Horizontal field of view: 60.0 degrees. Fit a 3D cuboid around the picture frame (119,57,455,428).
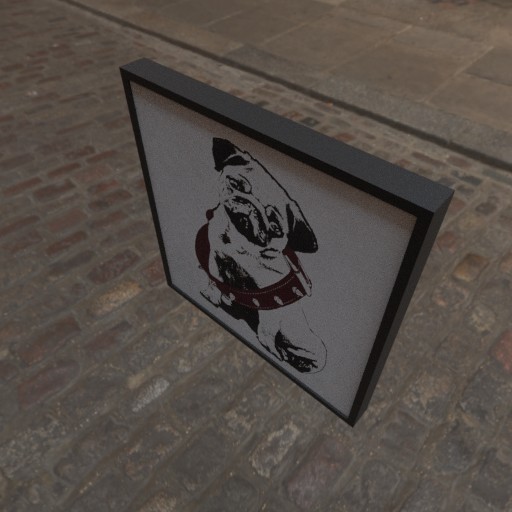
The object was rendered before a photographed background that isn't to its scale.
[{"bbox_3d":[0.000,0.000,0.466,0.317,0.317,0.030,32,54,27],"label":"picture frame"}]
